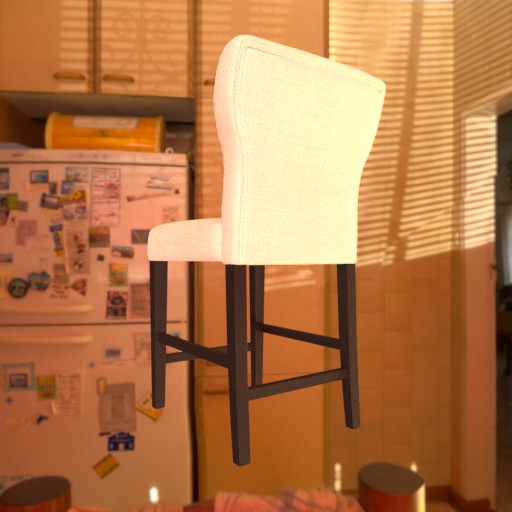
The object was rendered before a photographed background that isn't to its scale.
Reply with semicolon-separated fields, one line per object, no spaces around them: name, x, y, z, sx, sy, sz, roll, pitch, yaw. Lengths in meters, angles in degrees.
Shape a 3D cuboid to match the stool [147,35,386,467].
stool;0.000;0.000;1.314;0.514;0.972;0.603;0;0;-36
